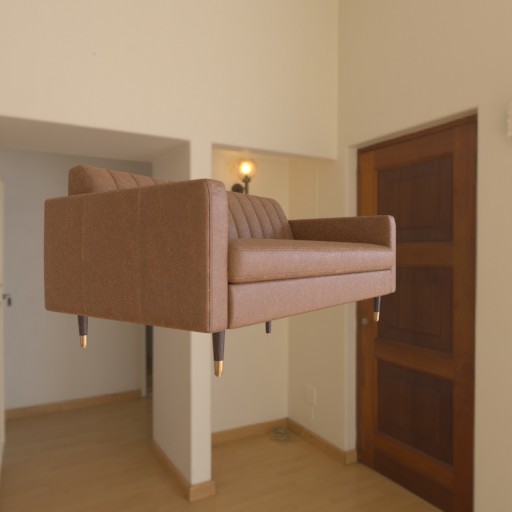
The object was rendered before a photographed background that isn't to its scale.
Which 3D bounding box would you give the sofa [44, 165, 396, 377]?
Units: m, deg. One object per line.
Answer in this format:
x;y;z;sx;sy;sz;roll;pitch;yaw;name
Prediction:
0.000;0.000;2.381;0.993;0.821;1.847;0;1;35;sofa
